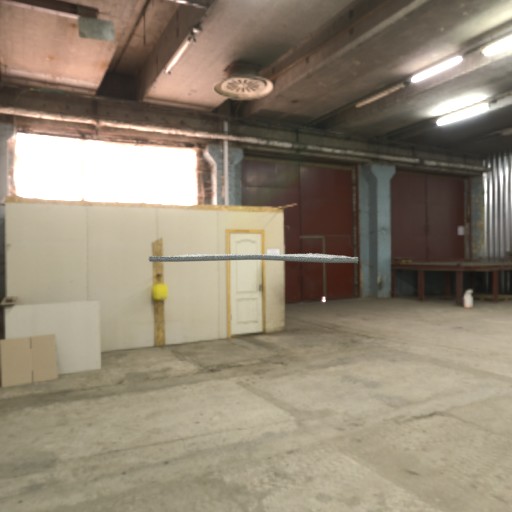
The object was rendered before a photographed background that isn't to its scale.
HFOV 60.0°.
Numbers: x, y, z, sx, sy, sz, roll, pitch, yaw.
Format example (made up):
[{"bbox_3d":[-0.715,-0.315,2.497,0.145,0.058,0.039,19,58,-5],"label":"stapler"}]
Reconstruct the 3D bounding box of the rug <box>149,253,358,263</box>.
[{"bbox_3d":[0.000,0.000,2.585,0.675,0.037,2.341,0,0,0],"label":"rug"}]
